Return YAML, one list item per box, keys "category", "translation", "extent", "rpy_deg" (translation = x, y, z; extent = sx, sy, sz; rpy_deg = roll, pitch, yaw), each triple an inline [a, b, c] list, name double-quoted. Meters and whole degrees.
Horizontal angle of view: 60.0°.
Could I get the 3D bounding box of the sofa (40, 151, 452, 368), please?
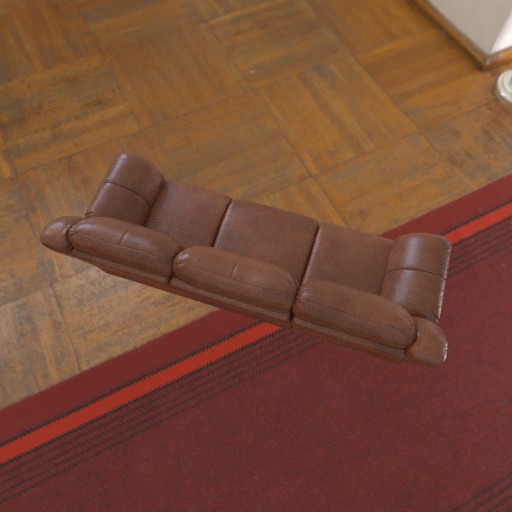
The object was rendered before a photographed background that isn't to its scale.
- category: "sofa"
  translation: [0.000, 0.000, 2.859]
  extent: [2.337, 1.043, 0.991]
  rpy_deg: [16, 65, 8]
